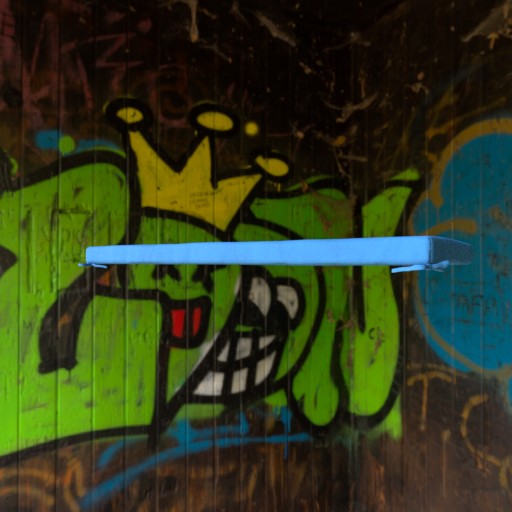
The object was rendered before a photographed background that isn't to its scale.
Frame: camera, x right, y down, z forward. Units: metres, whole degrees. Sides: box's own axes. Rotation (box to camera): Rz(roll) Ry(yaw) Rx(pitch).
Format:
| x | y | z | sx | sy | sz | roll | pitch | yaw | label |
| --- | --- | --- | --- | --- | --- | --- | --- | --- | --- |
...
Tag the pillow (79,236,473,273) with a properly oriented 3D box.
| x | y | z | sx | sy | sz | roll | pitch | yaw | label |
| --- | --- | --- | --- | --- | --- | --- | --- | --- | --- |
| 0.000 | 0.000 | 1.365 | 1.187 | 0.081 | 0.492 | 0 | -1 | 35 | pillow |
